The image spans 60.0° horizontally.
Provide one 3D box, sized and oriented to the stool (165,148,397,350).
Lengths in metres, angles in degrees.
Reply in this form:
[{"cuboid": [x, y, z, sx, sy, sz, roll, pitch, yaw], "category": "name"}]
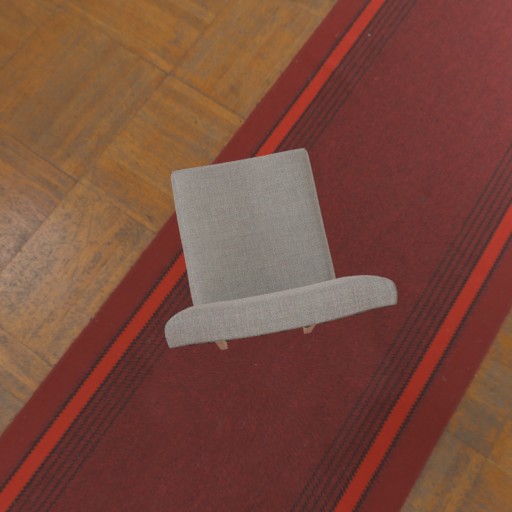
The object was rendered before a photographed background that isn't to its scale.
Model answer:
[{"cuboid": [0.000, 0.000, 1.452, 0.445, 1.203, 0.585, -11, 76, -3], "category": "stool"}]
